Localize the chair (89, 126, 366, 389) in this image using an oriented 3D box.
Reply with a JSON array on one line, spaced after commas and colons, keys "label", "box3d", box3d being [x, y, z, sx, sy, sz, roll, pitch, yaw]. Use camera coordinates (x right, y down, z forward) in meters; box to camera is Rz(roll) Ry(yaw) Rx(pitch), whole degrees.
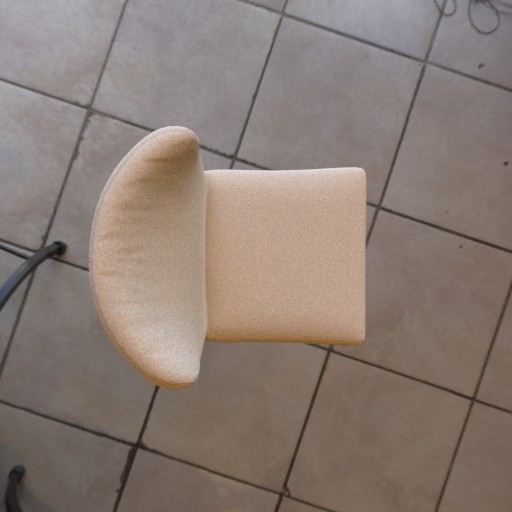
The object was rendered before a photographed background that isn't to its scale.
[{"label": "chair", "box3d": [0.000, 0.000, 1.187, 0.592, 0.839, 0.491, 0, 91, 0]}]
